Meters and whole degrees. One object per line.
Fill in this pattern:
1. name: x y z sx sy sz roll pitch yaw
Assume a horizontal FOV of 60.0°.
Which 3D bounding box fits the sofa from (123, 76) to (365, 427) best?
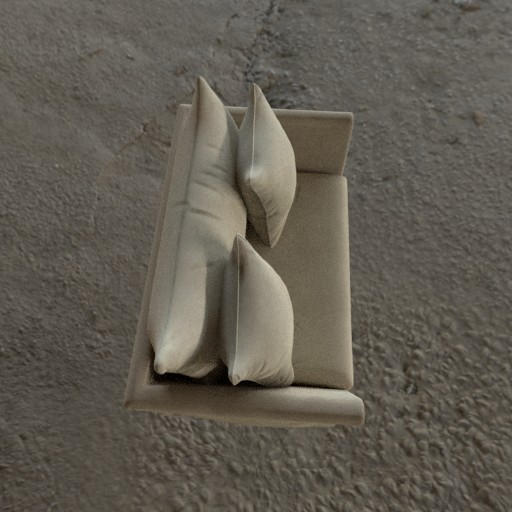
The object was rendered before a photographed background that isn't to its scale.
1. sofa: 0.000 0.000 2.280 1.035 1.040 1.608 3 65 2
